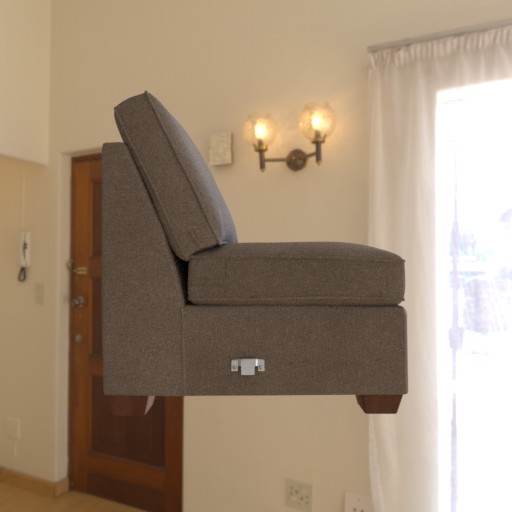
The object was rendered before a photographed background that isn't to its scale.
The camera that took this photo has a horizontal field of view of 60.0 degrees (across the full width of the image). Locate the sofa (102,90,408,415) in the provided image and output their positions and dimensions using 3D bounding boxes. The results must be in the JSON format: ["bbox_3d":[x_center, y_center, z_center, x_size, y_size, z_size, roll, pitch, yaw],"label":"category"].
[{"bbox_3d":[0.000,0.000,1.957,0.951,1.008,1.237,0,-1,0],"label":"sofa"}]
